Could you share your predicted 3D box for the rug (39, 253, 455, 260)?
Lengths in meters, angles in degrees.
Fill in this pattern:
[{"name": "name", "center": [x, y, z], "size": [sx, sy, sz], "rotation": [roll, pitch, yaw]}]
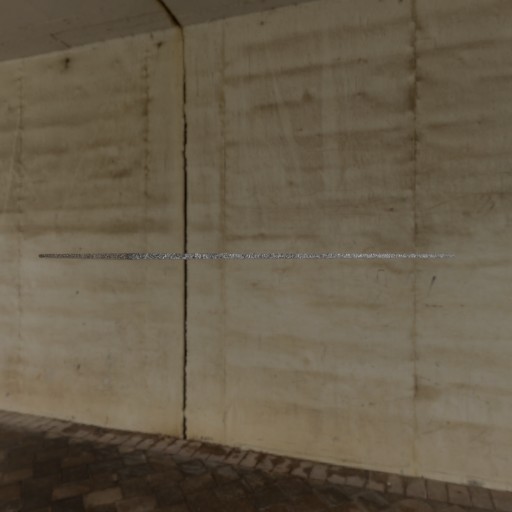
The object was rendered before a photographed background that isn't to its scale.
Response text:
[{"name": "rug", "center": [0.000, 0.000, 2.952], "size": [2.350, 0.025, 1.502], "rotation": [0, 0, -38]}]
